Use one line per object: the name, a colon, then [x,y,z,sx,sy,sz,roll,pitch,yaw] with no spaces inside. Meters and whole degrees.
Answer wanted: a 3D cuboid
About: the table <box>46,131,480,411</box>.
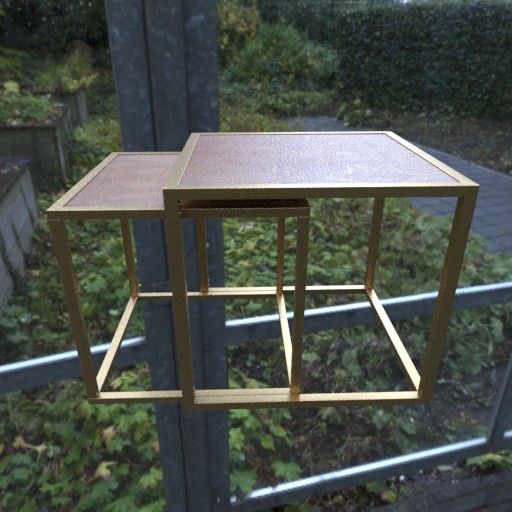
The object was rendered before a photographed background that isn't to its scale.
table: [0.000,0.000,1.091,0.762,0.505,0.505,-1,26,-2]
